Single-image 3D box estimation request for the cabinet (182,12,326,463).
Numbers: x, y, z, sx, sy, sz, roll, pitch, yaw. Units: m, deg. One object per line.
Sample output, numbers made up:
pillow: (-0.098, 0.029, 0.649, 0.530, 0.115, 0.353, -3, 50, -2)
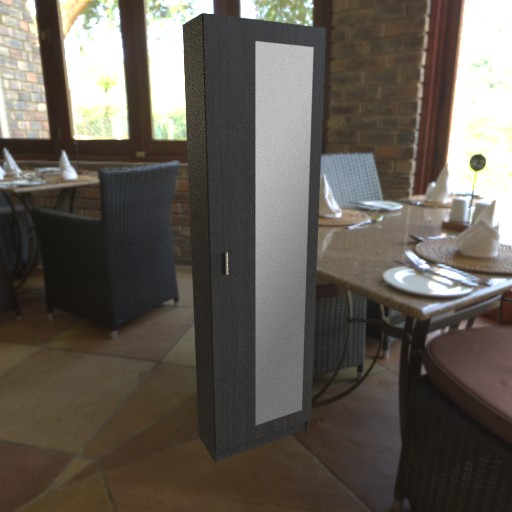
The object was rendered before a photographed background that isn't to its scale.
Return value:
cabinet: (0.000, 0.000, 1.904, 0.500, 1.790, 0.230, -8, 18, -27)
